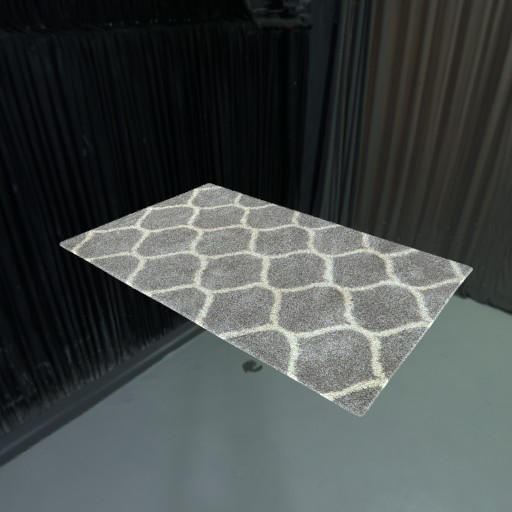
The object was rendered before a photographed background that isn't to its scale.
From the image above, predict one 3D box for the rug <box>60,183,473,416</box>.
[{"bbox_3d":[0.000,0.000,2.962,2.348,0.025,1.501,22,37,33],"label":"rug"}]
